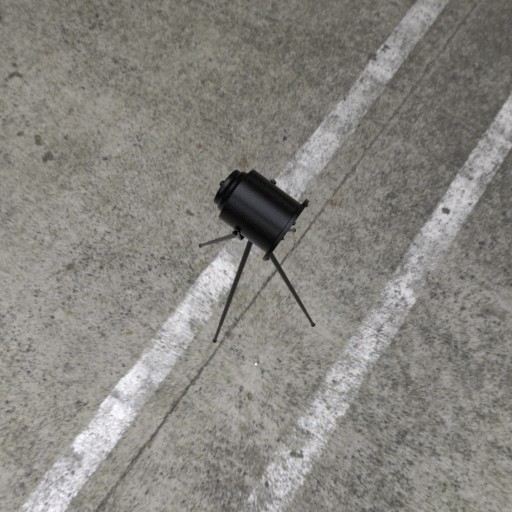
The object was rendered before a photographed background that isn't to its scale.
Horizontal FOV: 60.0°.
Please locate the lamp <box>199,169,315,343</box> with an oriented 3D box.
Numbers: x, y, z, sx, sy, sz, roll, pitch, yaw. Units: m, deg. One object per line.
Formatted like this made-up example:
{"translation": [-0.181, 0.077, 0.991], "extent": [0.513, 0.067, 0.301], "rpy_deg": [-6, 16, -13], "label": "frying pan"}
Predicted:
{"translation": [0.000, 0.000, 2.040], "extent": [0.884, 1.504, 0.879], "rpy_deg": [35, 79, 8], "label": "lamp"}
